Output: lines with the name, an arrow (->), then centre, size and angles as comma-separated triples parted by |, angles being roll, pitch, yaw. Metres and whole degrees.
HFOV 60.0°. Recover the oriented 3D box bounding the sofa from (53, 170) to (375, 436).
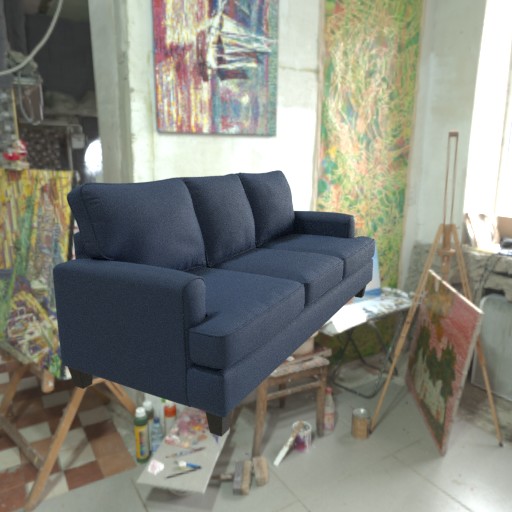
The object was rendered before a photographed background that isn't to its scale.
sofa -> 0.000, 0.000, 2.692 | 0.951, 0.965, 2.158 | 7, 15, 28
